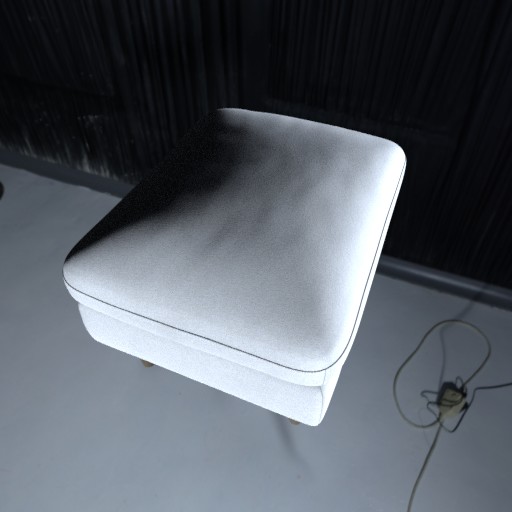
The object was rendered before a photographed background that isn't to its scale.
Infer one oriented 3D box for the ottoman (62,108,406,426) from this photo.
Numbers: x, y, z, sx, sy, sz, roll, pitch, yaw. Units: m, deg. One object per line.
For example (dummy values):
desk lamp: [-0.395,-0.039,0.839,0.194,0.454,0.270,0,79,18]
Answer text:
ottoman: [0.000,0.000,1.143,0.593,0.478,0.747,16,48,15]
